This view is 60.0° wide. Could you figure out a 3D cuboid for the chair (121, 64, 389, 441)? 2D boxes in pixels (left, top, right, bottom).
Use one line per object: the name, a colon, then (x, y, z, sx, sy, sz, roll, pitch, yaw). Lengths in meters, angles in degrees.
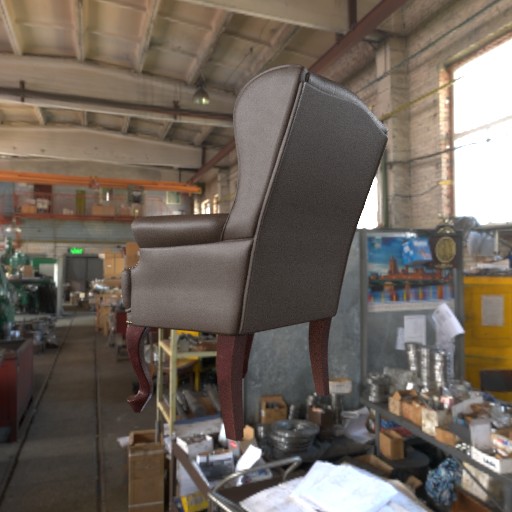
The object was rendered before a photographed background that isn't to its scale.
chair: (0.000, 0.000, 1.683, 0.819, 1.132, 0.829, -1, -2, 36)
